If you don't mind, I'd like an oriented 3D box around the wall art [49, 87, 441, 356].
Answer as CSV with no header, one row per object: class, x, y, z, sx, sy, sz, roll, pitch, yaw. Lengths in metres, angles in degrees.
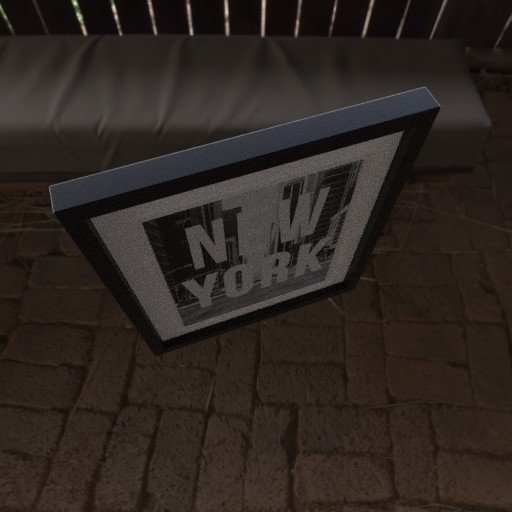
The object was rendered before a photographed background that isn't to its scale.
wall art,0.000,0.000,0.527,0.328,0.381,0.028,-17,63,-9
